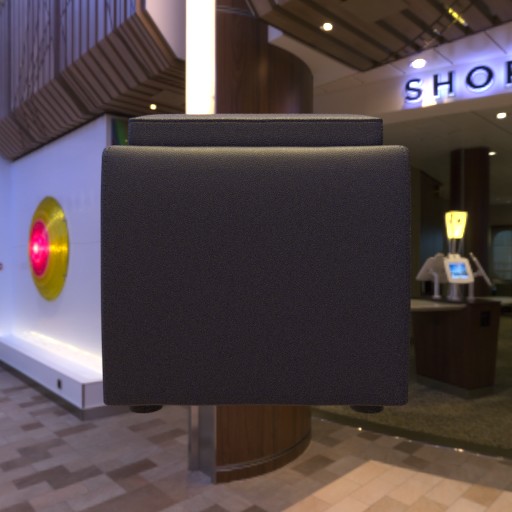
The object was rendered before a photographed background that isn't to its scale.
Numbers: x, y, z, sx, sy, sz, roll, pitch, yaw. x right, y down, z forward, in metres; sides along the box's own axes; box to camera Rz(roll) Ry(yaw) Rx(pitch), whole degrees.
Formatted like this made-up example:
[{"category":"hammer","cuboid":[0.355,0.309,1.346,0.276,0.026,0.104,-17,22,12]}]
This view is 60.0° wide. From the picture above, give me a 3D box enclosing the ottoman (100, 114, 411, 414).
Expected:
[{"category":"ottoman","cuboid":[0.000,0.000,0.841,0.450,0.460,0.451,0,0,0]}]
